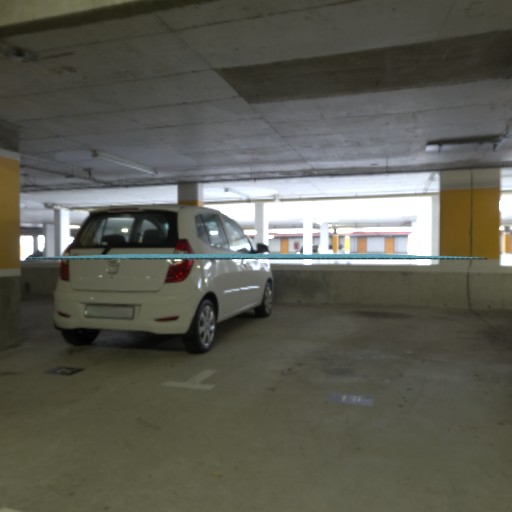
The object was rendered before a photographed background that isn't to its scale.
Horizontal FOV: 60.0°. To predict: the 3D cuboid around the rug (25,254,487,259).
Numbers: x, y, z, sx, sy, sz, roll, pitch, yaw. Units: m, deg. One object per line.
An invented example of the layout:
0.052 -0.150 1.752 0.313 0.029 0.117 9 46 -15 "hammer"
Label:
0.000 0.000 4.117 3.033 0.012 2.432 0 1 0 "rug"
